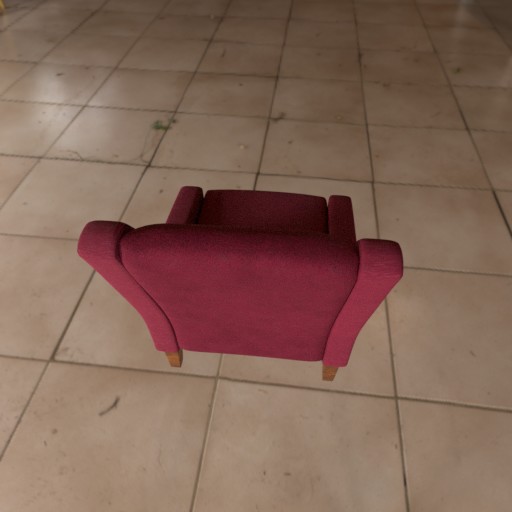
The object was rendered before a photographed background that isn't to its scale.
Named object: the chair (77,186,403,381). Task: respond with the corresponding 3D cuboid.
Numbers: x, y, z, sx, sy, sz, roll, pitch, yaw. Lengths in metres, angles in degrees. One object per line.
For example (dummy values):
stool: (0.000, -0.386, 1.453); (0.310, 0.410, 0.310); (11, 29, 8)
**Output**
chair: (0.000, 0.000, 1.720); (0.793, 1.017, 0.985); (4, 46, 4)
